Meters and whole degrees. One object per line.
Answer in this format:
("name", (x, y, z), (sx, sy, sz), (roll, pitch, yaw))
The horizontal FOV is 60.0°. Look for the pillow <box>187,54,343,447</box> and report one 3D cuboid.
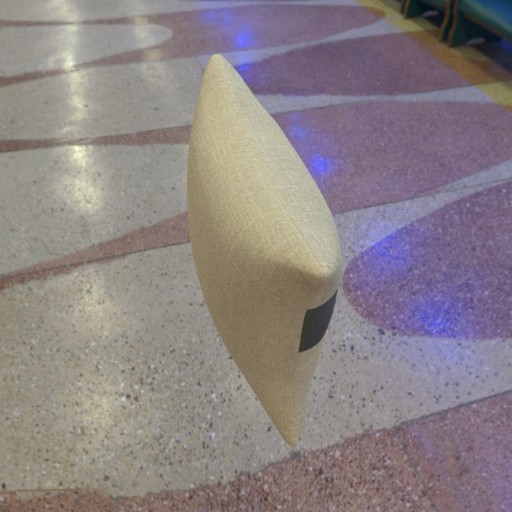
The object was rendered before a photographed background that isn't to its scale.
("pillow", (0.000, 0.000, 0.627), (0.173, 0.399, 0.414), (-12, 49, -10))
